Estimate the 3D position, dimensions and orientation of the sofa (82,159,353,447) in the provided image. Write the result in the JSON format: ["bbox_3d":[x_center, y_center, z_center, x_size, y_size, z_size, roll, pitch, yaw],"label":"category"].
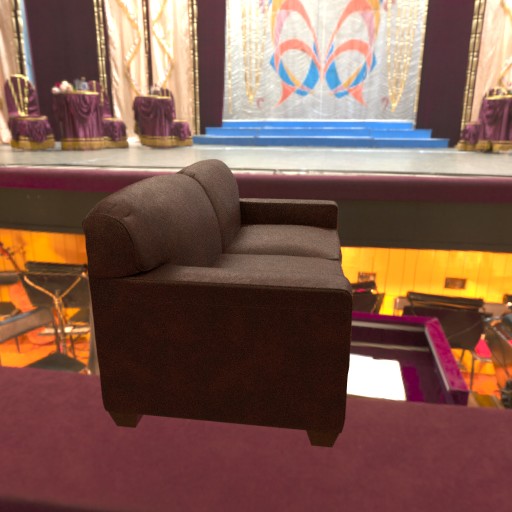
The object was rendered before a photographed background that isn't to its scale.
[{"bbox_3d":[0.000,0.000,2.454,1.000,0.966,1.856,2,17,8],"label":"sofa"}]
